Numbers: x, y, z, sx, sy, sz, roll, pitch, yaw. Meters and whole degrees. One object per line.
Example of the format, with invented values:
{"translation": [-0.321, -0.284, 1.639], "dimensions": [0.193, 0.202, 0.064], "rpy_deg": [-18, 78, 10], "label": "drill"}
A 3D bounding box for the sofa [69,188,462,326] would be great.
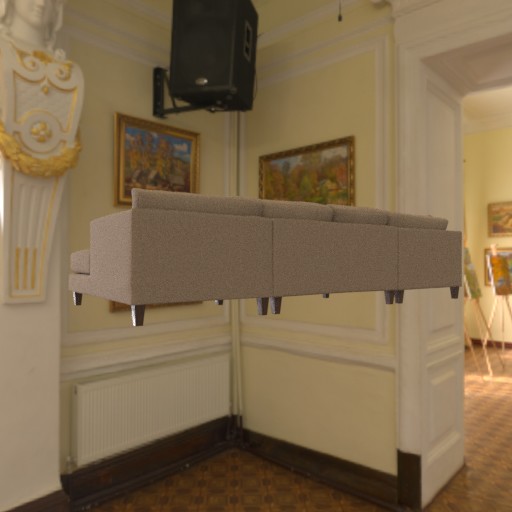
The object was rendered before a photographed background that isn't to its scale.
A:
{"translation": [0.000, 0.000, 4.508], "dimensions": [3.438, 0.865, 2.424], "rpy_deg": [0, -1, -35], "label": "sofa"}
